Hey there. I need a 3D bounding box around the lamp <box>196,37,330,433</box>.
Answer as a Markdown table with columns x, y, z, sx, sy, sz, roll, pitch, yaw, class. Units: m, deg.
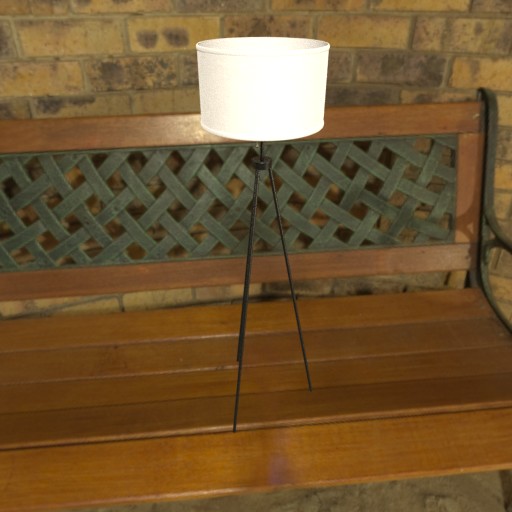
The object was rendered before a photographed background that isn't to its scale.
| x | y | z | sx | sy | sz | roll | pitch | yaw | class |
| --- | --- | --- | --- | --- | --- | --- | --- | --- | --- |
| 0.000 | 0.000 | 1.774 | 0.448 | 1.545 | 0.458 | -21 | 37 | -31 | lamp |
